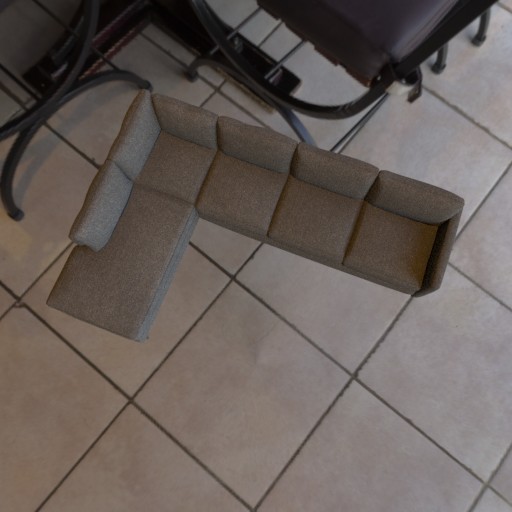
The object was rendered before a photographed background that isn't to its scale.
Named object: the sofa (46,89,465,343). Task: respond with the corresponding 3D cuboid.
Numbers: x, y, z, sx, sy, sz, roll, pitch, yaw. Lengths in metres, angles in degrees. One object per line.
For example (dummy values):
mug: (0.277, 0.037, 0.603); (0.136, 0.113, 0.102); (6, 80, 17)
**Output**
sofa: (0.000, 0.000, 3.696); (2.949, 0.815, 2.007); (20, 77, 5)
